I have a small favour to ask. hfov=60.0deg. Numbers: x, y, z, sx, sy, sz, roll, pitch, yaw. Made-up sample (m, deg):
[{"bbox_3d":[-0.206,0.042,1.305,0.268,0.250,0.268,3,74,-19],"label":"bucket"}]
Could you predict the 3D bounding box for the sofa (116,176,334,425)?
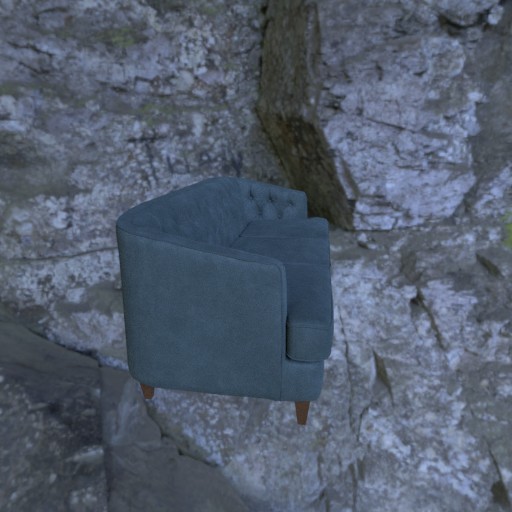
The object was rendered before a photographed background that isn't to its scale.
[{"bbox_3d":[0.000,0.000,2.806,0.941,0.855,2.278,2,15,8],"label":"sofa"}]
